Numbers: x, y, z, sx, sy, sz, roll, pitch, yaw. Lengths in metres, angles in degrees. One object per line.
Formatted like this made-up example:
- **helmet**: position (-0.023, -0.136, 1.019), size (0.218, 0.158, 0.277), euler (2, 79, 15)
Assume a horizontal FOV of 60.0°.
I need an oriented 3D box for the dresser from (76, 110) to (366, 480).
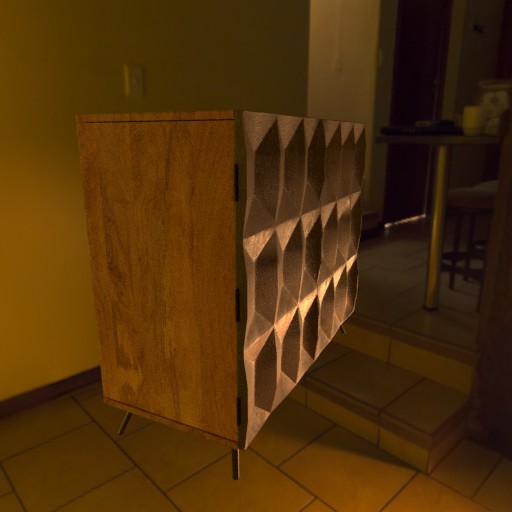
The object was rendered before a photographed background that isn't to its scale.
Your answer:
- **dresser**: position (0.000, 0.000, 1.443), size (0.446, 0.847, 0.967), euler (7, 17, 26)
